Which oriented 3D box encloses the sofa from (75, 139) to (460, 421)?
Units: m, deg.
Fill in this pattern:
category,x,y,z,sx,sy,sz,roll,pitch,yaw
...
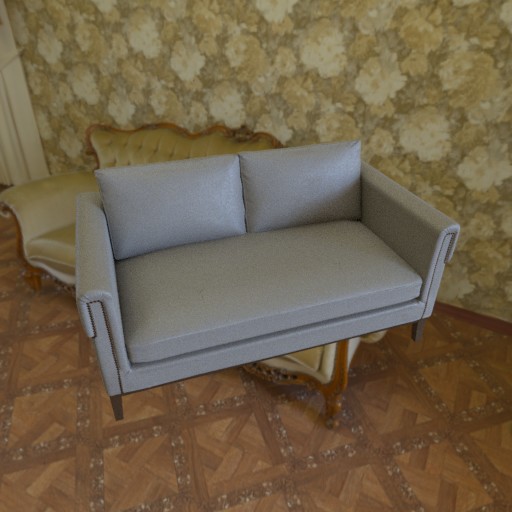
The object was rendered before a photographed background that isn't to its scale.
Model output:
category,x,y,z,sx,sy,sz,roll,pitch,yaw
sofa,0.000,0.000,2.174,1.598,0.873,0.899,-10,34,-16
